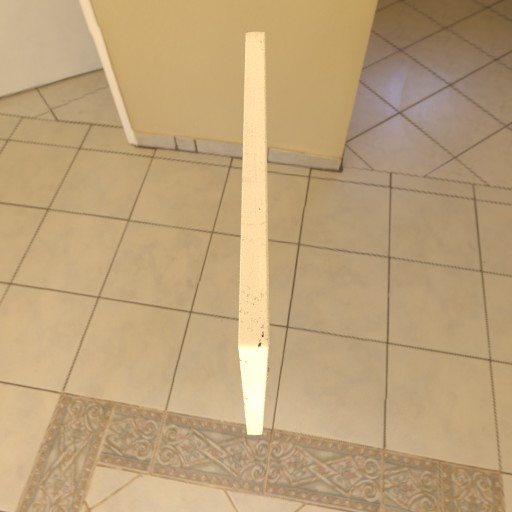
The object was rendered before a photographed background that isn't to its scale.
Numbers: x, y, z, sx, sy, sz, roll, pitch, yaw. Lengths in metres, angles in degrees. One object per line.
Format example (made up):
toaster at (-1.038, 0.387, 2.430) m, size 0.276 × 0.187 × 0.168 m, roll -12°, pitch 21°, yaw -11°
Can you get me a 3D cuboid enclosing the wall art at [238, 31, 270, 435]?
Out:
wall art at (0.000, 0.000, 0.928) m, size 0.040 × 0.611 × 0.610 m, roll 0°, pitch 59°, yaw 0°
